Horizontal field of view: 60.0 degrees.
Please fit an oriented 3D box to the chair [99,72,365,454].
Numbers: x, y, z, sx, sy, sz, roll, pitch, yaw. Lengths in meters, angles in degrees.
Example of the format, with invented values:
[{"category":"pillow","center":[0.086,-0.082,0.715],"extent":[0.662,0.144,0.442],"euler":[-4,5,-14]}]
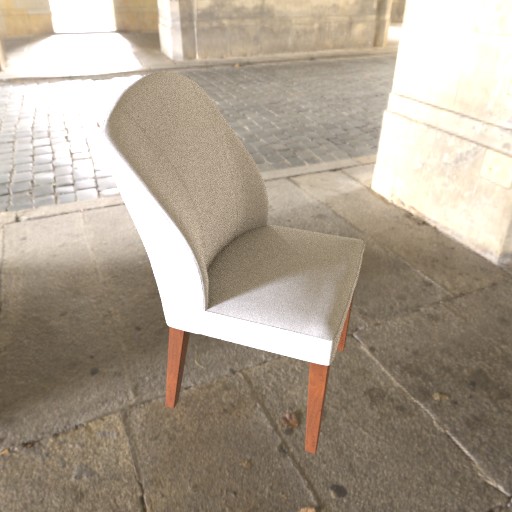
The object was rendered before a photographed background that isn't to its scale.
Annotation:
[{"category":"chair","center":[0.000,0.000,1.194],"extent":[0.540,0.893,0.472],"euler":[11,34,17]}]
